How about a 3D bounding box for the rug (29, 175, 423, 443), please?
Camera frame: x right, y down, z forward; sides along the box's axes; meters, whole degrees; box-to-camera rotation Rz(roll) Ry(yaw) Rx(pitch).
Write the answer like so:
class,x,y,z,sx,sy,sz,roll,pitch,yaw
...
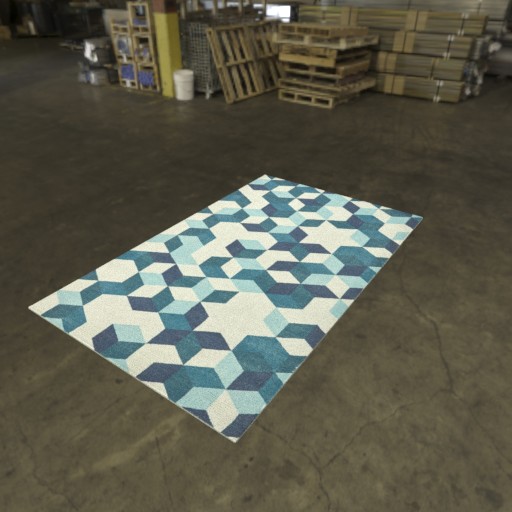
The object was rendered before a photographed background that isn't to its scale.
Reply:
class,x,y,z,sx,sy,sz,roll,pitch,yaw
rug,0.000,0.000,3.043,1.518,0.015,2.438,21,38,29
